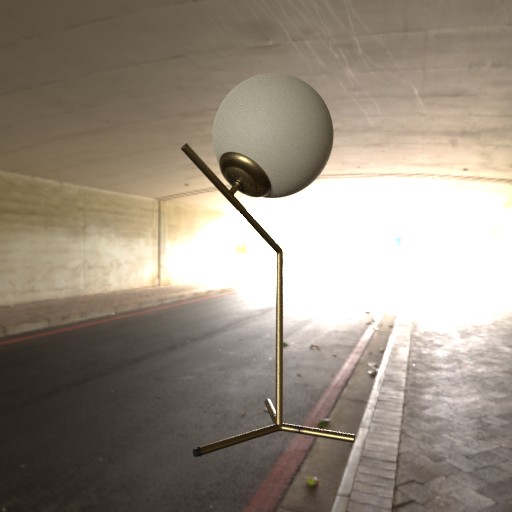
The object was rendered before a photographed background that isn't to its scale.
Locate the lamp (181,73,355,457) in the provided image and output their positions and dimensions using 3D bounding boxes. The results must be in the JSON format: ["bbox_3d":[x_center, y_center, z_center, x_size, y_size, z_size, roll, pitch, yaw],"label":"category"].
[{"bbox_3d":[0.000,0.000,0.669,0.251,0.552,0.210,0,1,-37],"label":"lamp"}]
